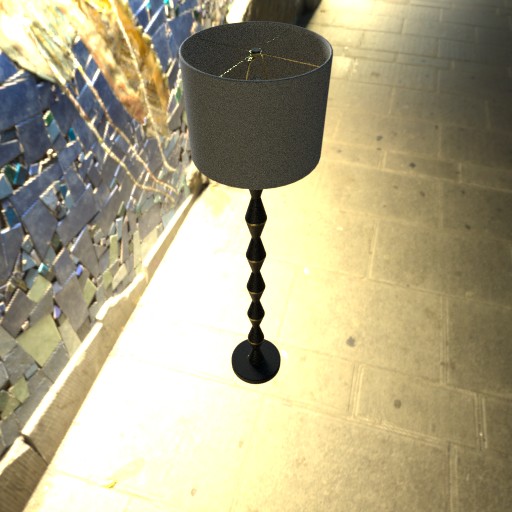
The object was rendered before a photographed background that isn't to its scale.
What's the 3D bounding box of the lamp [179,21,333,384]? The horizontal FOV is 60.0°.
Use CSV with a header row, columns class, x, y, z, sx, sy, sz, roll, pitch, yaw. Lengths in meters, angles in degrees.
class,x,y,z,sx,sy,sz,roll,pitch,yaw
lamp,0.000,0.000,1.628,0.381,1.480,0.381,22,50,20
